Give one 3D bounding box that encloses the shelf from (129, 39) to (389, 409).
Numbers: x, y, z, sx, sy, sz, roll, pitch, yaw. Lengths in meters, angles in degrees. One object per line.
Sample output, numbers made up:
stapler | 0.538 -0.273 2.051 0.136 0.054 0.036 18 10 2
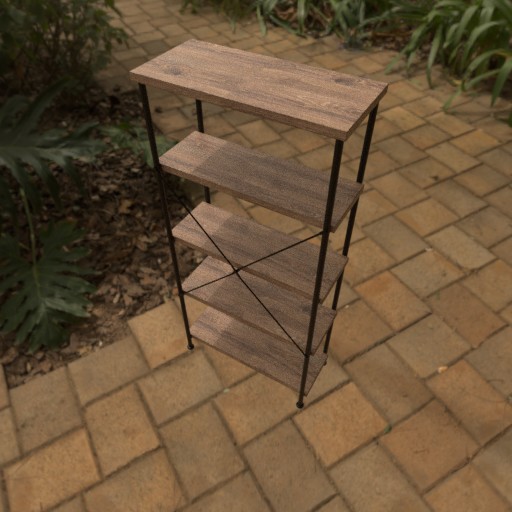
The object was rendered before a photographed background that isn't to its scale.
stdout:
shelf | 0.000 0.000 2.090 0.800 1.700 0.360 23 49 21
